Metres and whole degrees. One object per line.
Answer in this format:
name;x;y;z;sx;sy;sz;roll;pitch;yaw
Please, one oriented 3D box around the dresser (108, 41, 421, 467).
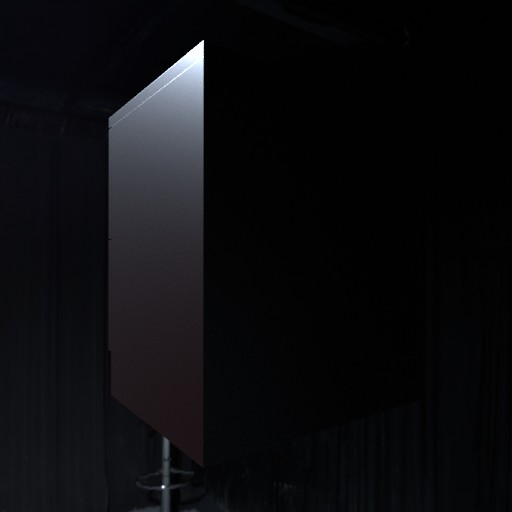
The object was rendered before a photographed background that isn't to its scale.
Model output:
dresser;0.000;0.000;0.749;0.400;0.470;0.360;0;0;-36
